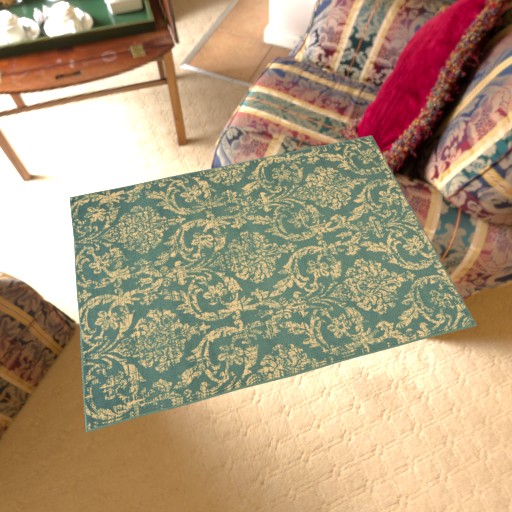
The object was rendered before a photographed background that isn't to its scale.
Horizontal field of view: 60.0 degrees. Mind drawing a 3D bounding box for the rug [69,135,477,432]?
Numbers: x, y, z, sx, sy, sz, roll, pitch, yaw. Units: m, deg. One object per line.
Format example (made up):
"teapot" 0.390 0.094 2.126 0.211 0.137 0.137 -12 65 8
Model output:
"rug" 0.000 0.000 2.771 2.205 0.012 1.554 -13 61 -8
